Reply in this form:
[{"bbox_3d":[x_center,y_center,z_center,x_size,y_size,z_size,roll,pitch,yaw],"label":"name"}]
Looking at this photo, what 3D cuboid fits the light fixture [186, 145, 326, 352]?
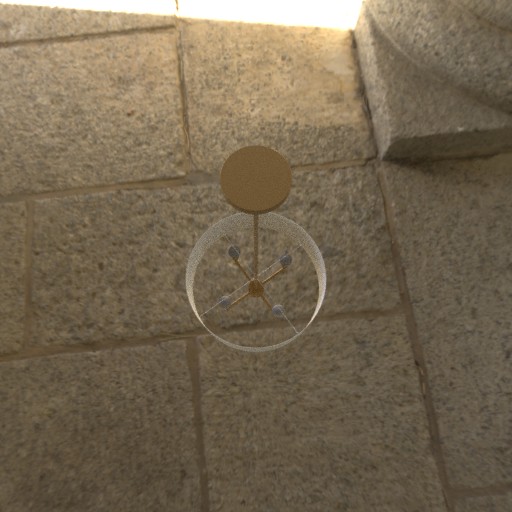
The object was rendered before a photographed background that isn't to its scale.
[{"bbox_3d":[0.000,0.000,1.338,0.508,1.067,0.508,0,74,0],"label":"light fixture"}]
